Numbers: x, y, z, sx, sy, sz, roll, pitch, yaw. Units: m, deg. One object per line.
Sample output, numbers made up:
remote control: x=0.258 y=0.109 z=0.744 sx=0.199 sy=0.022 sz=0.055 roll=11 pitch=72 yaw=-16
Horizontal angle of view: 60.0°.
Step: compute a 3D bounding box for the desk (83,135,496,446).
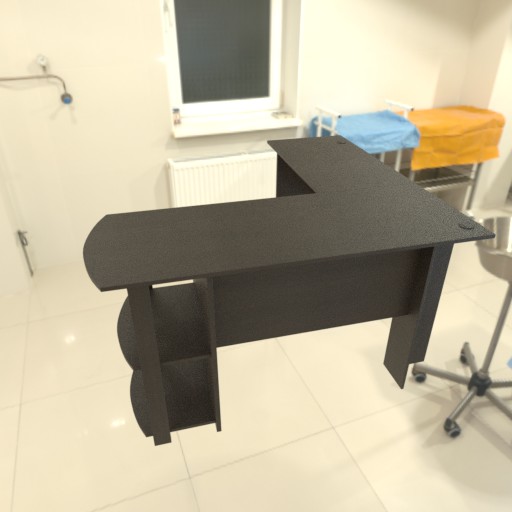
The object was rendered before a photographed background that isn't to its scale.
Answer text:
desk: x=0.000 y=0.000 z=2.095 sx=1.361 sy=0.716 sz=1.303 roll=-7 pitch=31 yaw=-12
